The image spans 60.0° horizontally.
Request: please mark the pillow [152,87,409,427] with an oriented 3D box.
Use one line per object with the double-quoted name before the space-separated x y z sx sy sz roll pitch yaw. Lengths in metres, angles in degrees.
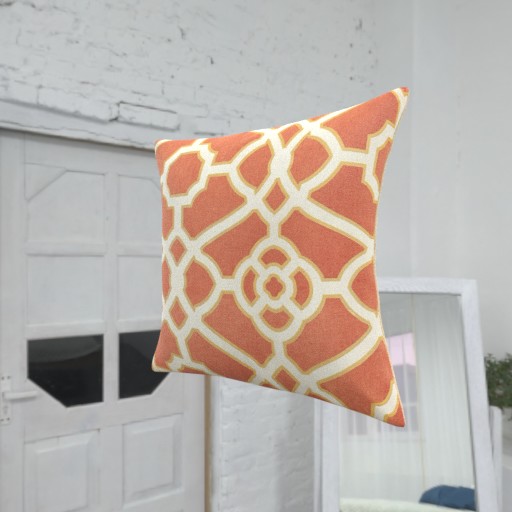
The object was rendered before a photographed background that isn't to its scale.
"pillow" 0.000 0.000 0.818 0.552 0.508 0.166 0 1 36
